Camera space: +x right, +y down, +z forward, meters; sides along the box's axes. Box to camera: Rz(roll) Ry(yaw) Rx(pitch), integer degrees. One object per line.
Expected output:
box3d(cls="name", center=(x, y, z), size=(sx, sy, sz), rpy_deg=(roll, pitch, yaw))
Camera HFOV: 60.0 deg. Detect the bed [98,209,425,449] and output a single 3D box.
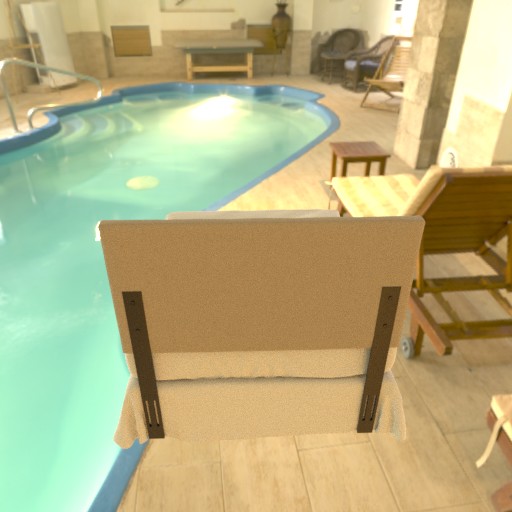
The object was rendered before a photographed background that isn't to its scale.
box3d(cls="bed", center=(0.000, 0.000, 3.447), size=(1.936, 1.577, 2.222), rpy_deg=(-1, 30, -2))
